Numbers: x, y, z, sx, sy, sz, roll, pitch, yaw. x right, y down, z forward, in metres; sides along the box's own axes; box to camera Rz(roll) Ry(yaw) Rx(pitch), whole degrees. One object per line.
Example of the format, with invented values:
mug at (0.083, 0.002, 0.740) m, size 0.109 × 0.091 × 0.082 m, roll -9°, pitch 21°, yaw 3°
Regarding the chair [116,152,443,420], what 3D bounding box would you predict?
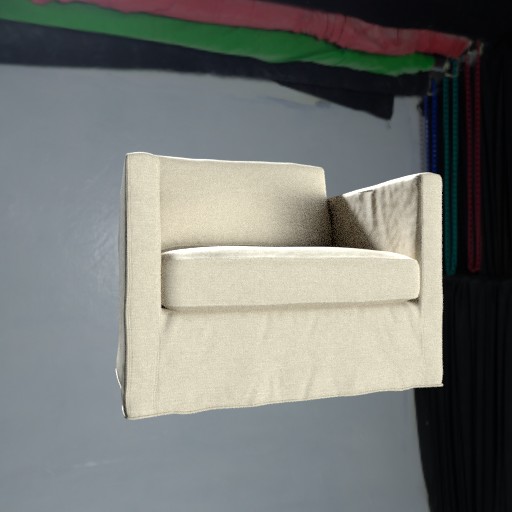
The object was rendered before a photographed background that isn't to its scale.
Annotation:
chair at (0.000, 0.000, 1.755) m, size 1.057 × 0.867 × 0.949 m, roll 0°, pitch 0°, yaw -18°
